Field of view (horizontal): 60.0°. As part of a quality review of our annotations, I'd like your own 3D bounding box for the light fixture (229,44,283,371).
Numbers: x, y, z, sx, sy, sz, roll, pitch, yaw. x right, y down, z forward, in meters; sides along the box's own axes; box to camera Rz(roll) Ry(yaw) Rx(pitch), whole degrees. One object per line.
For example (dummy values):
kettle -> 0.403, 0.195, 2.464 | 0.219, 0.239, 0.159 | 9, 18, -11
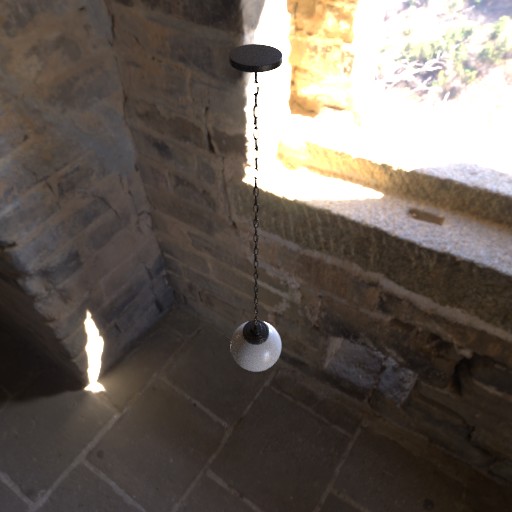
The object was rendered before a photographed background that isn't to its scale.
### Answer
light fixture -> 0.000, 0.000, 2.087 | 0.304, 1.867, 0.305 | -9, 47, -9
